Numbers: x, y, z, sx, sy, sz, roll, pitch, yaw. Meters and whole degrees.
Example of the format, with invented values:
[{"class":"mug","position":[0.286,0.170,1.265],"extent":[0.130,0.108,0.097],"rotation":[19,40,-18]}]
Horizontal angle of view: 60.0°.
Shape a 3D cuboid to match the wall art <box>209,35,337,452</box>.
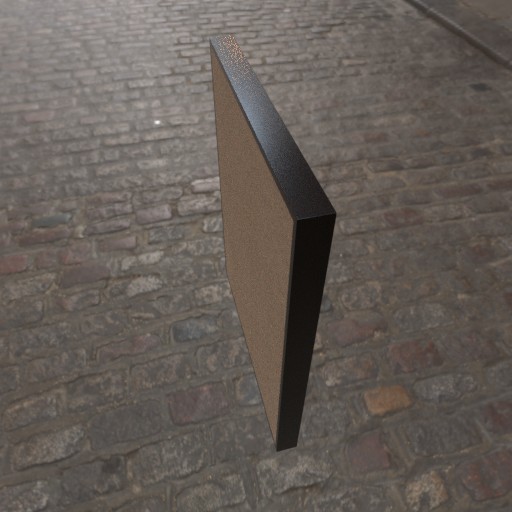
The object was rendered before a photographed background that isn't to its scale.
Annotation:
[{"class":"wall art","position":[0.000,0.000,0.749],"extent":[0.038,0.551,0.448],"rotation":[-10,47,-10]}]
